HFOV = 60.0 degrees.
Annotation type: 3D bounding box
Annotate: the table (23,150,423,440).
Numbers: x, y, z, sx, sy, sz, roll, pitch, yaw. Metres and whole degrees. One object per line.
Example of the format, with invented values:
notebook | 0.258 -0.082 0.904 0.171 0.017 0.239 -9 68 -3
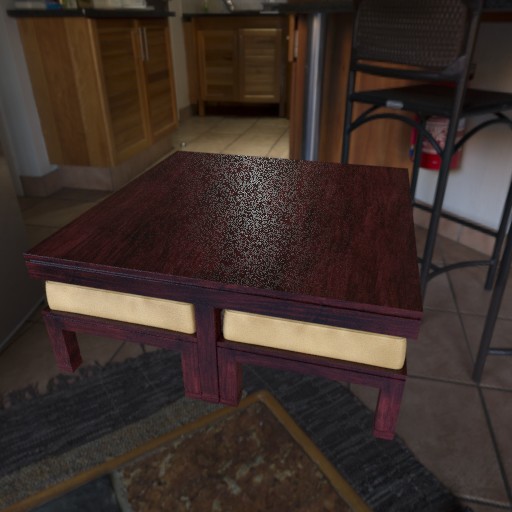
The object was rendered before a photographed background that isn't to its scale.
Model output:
table | 0.000 0.000 1.361 0.865 0.356 0.865 7 30 13
